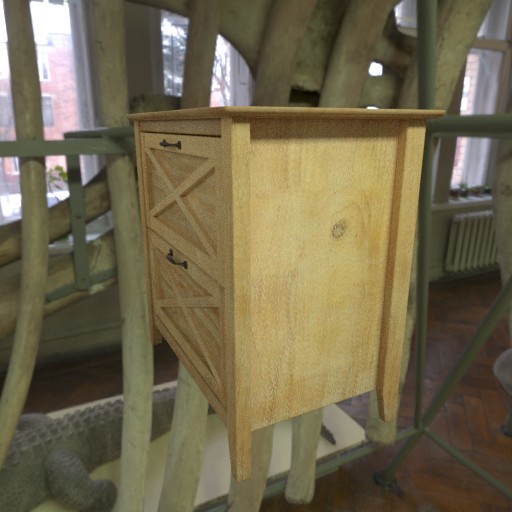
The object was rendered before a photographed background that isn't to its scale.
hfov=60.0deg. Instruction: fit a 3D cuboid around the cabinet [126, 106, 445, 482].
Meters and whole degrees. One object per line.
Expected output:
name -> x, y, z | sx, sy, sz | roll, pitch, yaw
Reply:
cabinet -> 0.000, 0.000, 1.239 | 0.503, 0.762, 0.763 | -8, 18, -26
